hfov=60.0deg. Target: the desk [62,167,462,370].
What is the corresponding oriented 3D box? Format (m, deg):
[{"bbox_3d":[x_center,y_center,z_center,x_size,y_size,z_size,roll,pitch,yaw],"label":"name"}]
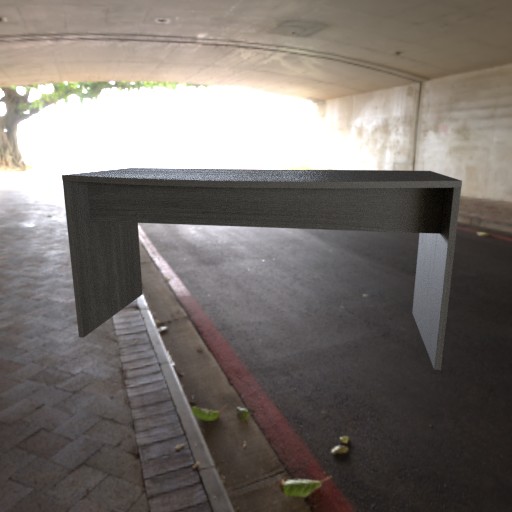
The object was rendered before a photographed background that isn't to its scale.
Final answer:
[{"bbox_3d":[0.000,0.000,2.054,1.600,0.750,0.802,3,14,11],"label":"desk"}]
